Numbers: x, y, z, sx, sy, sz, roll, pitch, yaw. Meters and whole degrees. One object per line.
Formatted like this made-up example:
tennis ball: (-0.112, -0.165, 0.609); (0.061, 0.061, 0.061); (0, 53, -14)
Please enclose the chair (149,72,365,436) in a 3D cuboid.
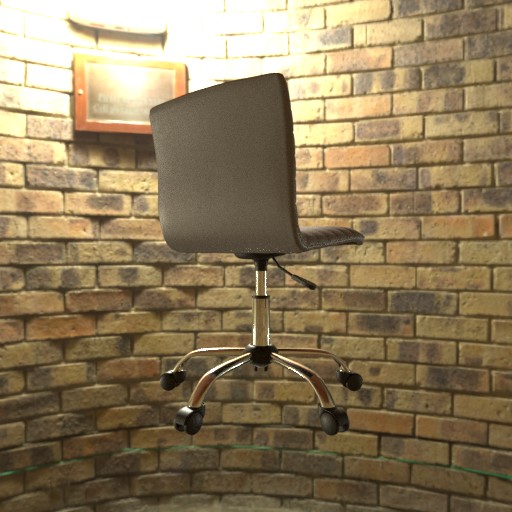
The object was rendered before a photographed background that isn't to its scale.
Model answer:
chair: (0.000, 0.000, 1.139); (0.569, 0.750, 0.542); (1, 1, 37)
